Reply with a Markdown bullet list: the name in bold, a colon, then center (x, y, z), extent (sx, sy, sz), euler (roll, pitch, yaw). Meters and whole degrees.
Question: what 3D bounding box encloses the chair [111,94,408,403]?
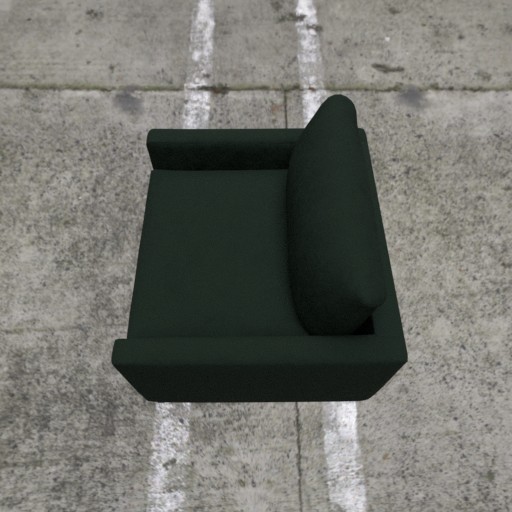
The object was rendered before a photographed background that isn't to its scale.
- **chair**: center (0.000, 0.000, 1.647), extent (0.866, 0.861, 0.963), euler (0, 59, 0)
